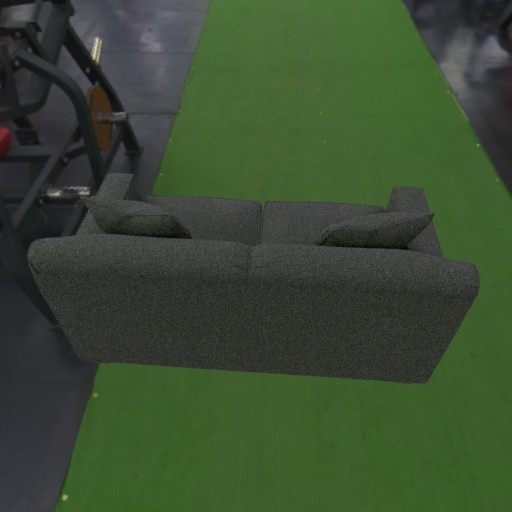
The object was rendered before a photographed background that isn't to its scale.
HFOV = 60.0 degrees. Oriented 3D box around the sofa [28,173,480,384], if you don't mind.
[{"bbox_3d":[0.000,0.000,2.379,1.846,0.958,0.998,3,47,3],"label":"sofa"}]
